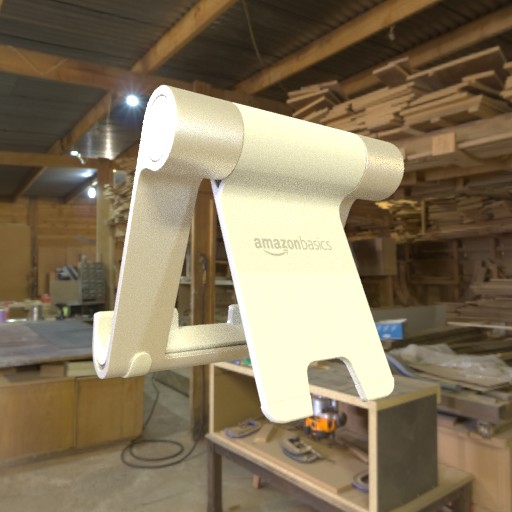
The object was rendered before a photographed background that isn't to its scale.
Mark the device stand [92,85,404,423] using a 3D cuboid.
[{"bbox_3d":[0.000,0.000,0.151,0.086,0.084,0.079,1,-2,-35],"label":"device stand"}]
